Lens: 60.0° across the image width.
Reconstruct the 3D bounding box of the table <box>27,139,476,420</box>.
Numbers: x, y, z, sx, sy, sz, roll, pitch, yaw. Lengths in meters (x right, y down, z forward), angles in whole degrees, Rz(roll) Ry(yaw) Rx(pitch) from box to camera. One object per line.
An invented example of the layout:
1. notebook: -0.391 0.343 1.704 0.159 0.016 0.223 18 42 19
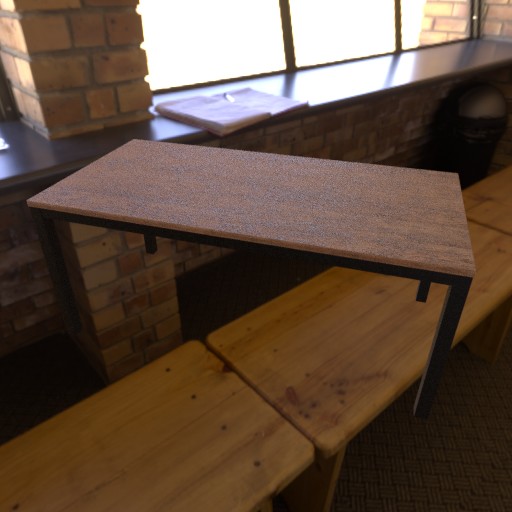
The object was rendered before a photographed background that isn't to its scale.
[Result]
1. table: 0.000 0.000 2.257 1.805 0.767 0.893 10 34 15
